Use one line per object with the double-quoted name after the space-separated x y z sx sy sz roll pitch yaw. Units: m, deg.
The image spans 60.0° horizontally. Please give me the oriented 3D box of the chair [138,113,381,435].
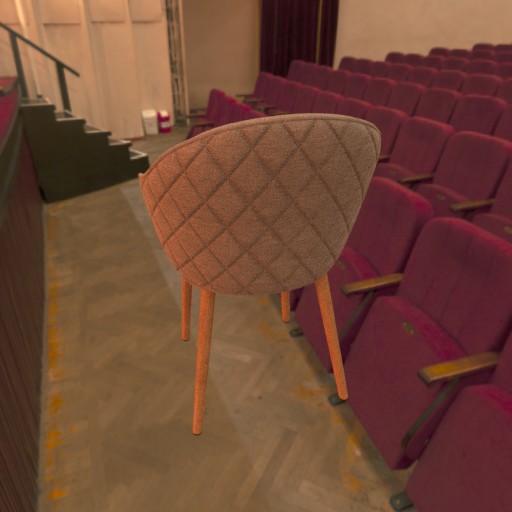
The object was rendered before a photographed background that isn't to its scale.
0.000 0.000 1.159 0.540 0.800 0.530 -8 29 -15 "chair"
